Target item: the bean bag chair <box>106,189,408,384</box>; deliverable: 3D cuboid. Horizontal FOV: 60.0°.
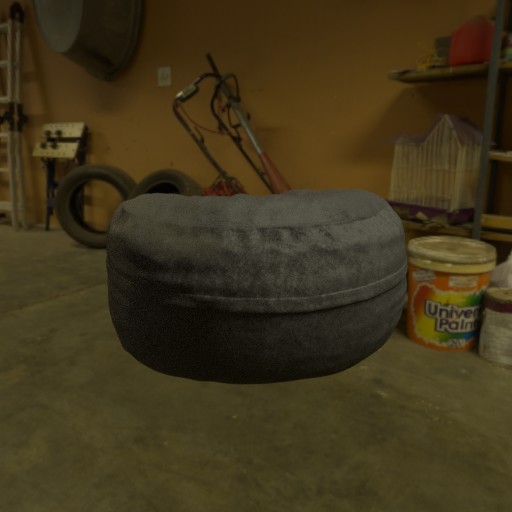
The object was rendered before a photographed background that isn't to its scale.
[{"bbox_3d":[0.000,0.000,2.327,1.525,0.751,1.525,0,14,0],"label":"bean bag chair"}]
